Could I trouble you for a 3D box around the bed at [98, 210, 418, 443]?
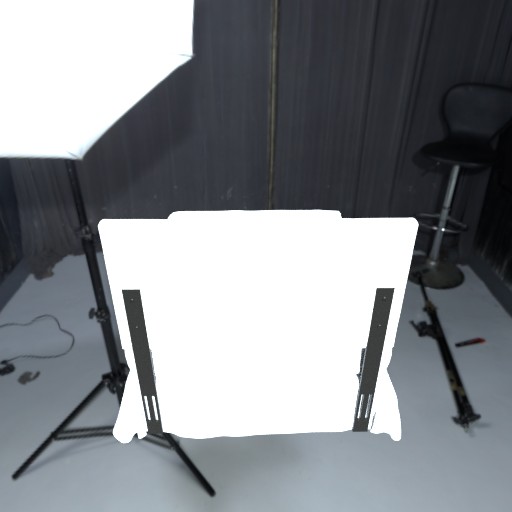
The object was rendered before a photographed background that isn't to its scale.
[{"bbox_3d":[0.000,0.000,3.498,1.936,1.577,2.222,0,30,-1],"label":"bed"}]
